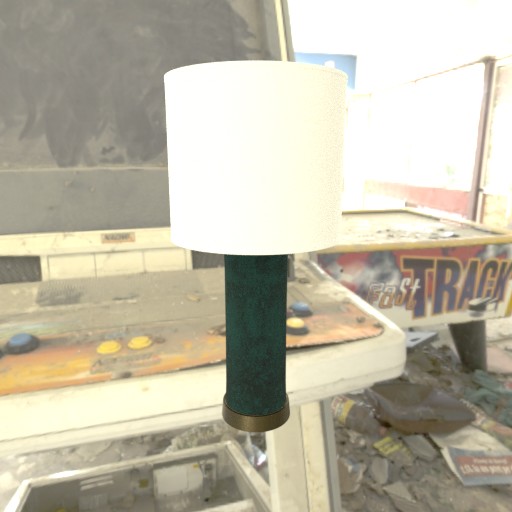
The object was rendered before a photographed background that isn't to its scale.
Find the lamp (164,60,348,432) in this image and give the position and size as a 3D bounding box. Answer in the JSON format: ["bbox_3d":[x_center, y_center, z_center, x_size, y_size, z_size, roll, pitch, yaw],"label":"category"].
[{"bbox_3d":[0.000,0.000,0.805,0.301,0.630,0.301,2,13,9],"label":"lamp"}]
